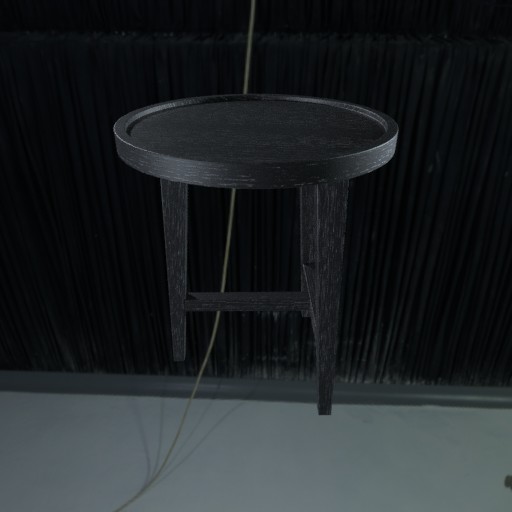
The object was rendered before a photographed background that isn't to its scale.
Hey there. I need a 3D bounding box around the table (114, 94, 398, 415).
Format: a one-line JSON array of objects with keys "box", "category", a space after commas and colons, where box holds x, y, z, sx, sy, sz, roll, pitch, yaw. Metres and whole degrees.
[{"box": [0.000, 0.000, 0.760, 0.399, 0.460, 0.399, 0, 30, 0], "category": "table"}]
